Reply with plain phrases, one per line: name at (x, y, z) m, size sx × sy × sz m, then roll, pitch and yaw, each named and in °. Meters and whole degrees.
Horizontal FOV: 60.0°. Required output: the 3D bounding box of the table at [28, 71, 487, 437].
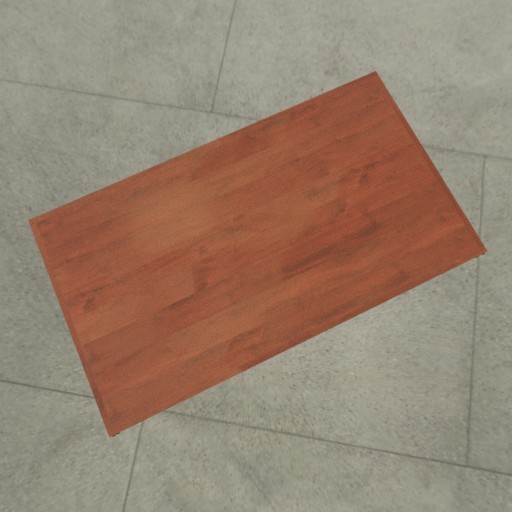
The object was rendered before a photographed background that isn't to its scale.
table at (0.000, 0.000, 1.402) m, size 1.067 × 0.457 × 0.610 m, roll -25°, pitch 78°, yaw -6°
